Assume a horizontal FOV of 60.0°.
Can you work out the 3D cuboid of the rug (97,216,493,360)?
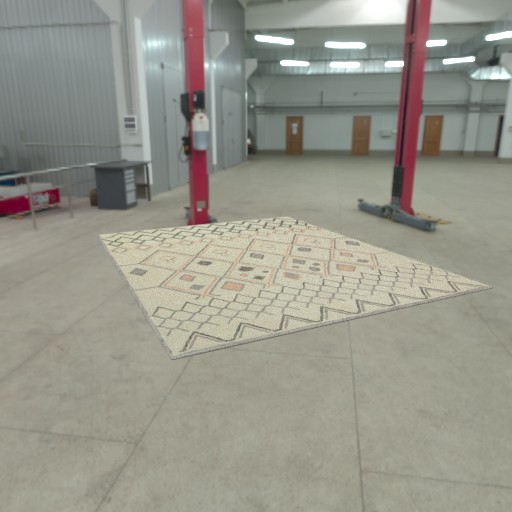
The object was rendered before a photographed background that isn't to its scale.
[{"bbox_3d":[0.000,0.000,4.086,2.441,0.016,3.050,-8,18,-25],"label":"rug"}]
